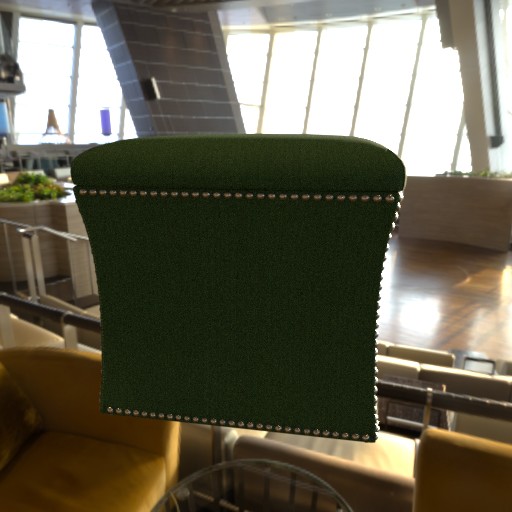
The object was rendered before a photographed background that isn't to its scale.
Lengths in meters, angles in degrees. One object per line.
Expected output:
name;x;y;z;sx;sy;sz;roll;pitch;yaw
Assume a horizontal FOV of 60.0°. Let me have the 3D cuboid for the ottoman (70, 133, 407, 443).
ottoman;0.000;0.000;0.890;0.497;0.475;0.507;3;15;9
